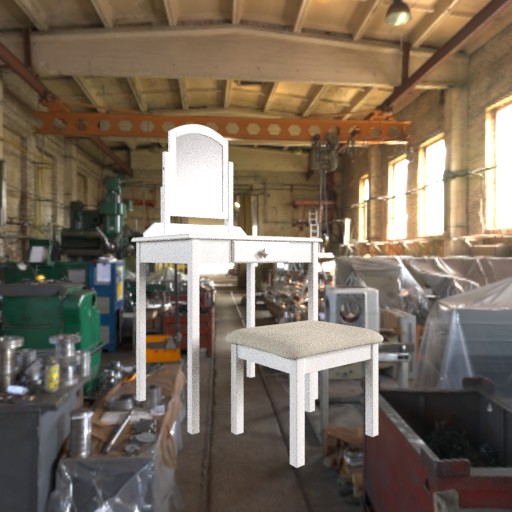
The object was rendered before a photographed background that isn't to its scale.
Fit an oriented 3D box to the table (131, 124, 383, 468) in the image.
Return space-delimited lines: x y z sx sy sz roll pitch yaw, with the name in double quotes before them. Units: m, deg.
"table" 0.000 0.000 2.317 0.876 1.631 1.211 0 0 -38
